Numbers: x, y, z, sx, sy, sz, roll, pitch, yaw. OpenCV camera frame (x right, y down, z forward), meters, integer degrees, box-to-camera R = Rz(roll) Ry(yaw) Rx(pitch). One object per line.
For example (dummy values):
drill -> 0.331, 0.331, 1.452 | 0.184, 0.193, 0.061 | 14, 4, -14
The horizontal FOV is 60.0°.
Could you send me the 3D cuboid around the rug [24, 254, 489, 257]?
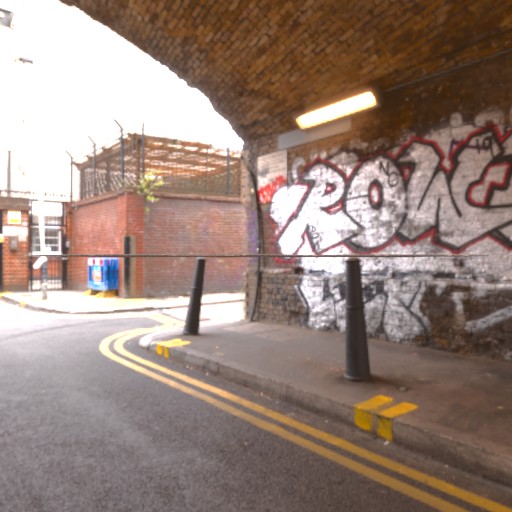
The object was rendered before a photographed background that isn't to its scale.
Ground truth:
rug -> 0.000, 0.000, 2.221 | 1.754, 0.010, 1.148 | 0, 0, -1
